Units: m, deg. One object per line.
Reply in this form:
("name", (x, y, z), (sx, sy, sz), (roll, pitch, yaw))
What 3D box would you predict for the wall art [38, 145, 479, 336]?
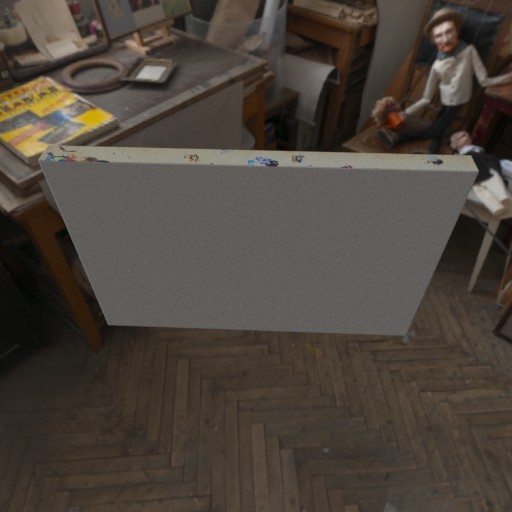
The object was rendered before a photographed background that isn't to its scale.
("wall art", (0.000, 0.000, 0.772), (0.609, 0.406, 0.039), (2, 47, 2))
